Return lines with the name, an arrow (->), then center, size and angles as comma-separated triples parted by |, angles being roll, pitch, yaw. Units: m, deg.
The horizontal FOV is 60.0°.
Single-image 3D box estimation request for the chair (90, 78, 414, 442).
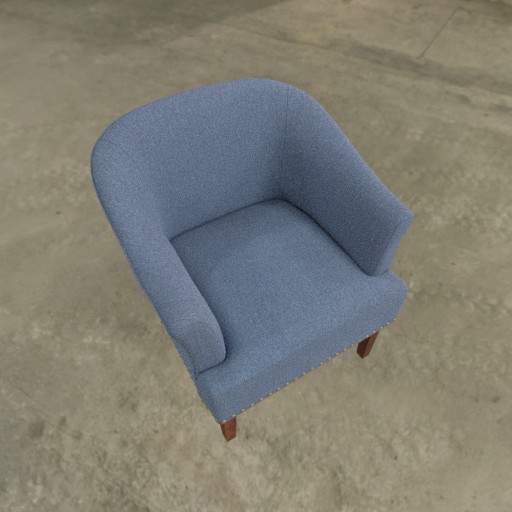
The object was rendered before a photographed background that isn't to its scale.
chair -> 0.000, 0.000, 1.400 | 0.772, 0.815, 0.704 | -25, 52, -21
